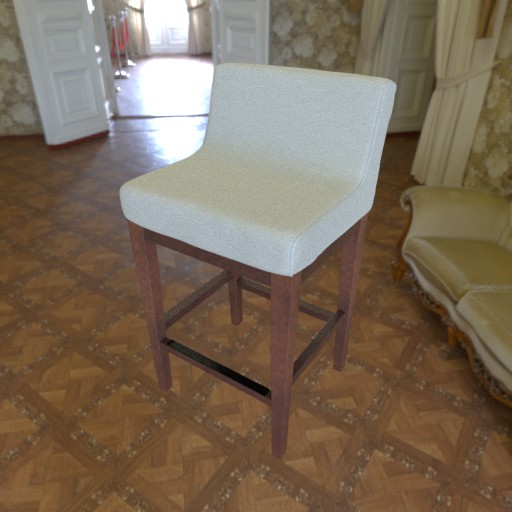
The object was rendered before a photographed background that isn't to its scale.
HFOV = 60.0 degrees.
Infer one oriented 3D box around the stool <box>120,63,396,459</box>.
[{"bbox_3d":[0.000,0.000,1.246,0.511,0.937,0.500,19,36,28],"label":"stool"}]
